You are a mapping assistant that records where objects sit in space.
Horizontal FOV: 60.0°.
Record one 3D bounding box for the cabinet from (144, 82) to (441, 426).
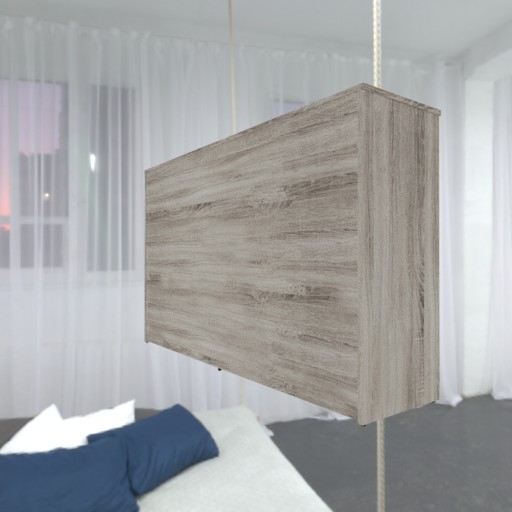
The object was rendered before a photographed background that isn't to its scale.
[{"bbox_3d":[0.000,0.000,1.849,0.380,0.900,1.450,0,0,-37],"label":"cabinet"}]
